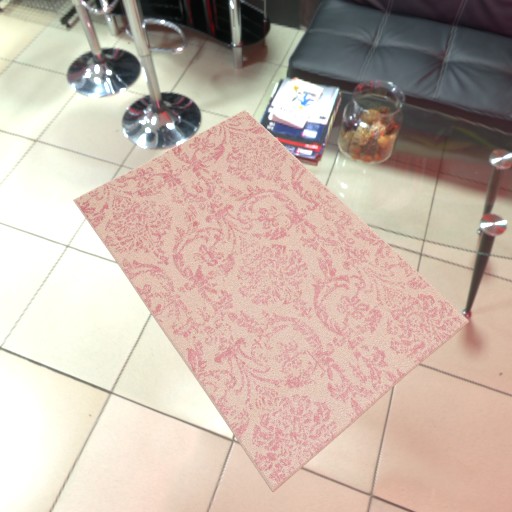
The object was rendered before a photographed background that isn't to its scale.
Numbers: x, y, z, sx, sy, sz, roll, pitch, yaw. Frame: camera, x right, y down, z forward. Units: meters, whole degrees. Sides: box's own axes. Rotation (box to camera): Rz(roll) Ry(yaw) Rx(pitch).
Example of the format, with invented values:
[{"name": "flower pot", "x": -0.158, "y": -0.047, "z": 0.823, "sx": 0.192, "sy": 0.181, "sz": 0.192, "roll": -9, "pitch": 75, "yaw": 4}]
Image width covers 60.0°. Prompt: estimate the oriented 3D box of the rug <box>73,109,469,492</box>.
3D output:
[{"name": "rug", "x": 0.000, "y": 0.000, "z": 2.337, "sx": 1.219, "sy": 0.012, "sz": 1.839, "roll": -33, "pitch": 65, "yaw": -17}]
